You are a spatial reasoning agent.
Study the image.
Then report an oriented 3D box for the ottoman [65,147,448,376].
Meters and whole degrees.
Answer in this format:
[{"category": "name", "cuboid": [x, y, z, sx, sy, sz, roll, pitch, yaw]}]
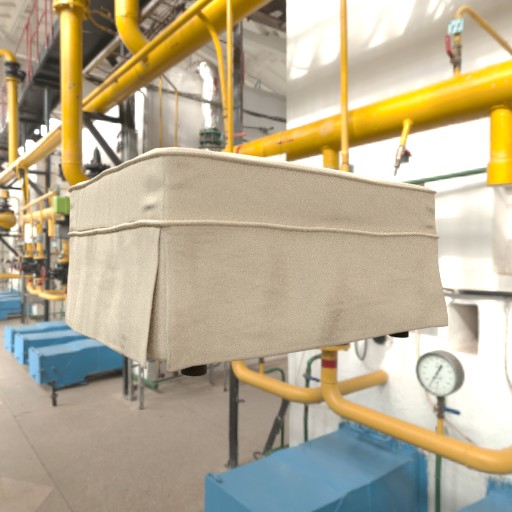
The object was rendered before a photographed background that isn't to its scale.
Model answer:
[{"category": "ottoman", "cuboid": [0.000, 0.000, 1.307, 0.944, 0.479, 0.703, 0, 0, -37]}]
